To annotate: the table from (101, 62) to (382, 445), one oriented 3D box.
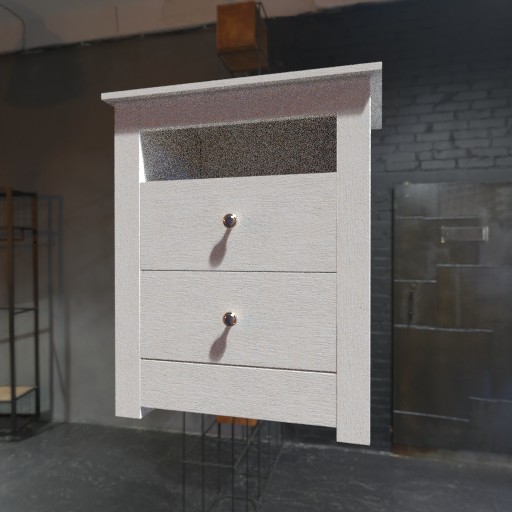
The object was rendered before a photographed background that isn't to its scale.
[{"bbox_3d":[0.000,0.000,1.082,0.589,0.711,0.406,0,0,16],"label":"table"}]
